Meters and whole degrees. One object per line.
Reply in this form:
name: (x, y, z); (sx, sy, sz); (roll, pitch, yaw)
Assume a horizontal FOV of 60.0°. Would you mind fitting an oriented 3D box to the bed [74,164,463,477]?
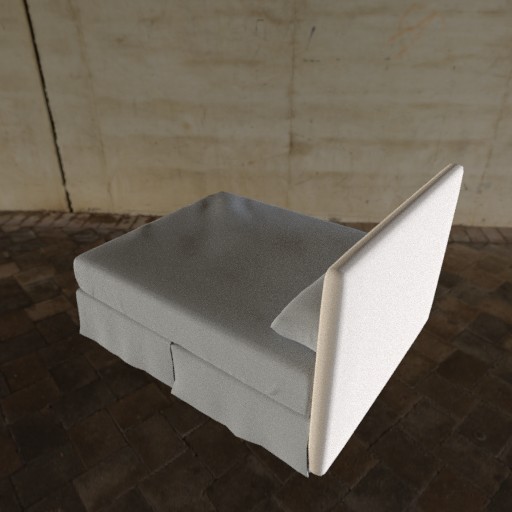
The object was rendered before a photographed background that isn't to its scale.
bed: (0.000, 0.000, 3.136); (2.142, 1.330, 1.748); (20, 36, 31)
